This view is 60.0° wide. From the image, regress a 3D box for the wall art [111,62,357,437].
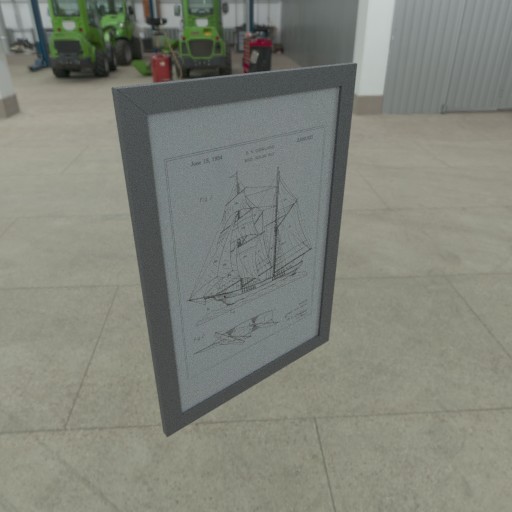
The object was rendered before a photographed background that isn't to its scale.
[{"bbox_3d":[0.000,0.000,0.694,0.380,0.534,0.013,-22,36,-33],"label":"wall art"}]
